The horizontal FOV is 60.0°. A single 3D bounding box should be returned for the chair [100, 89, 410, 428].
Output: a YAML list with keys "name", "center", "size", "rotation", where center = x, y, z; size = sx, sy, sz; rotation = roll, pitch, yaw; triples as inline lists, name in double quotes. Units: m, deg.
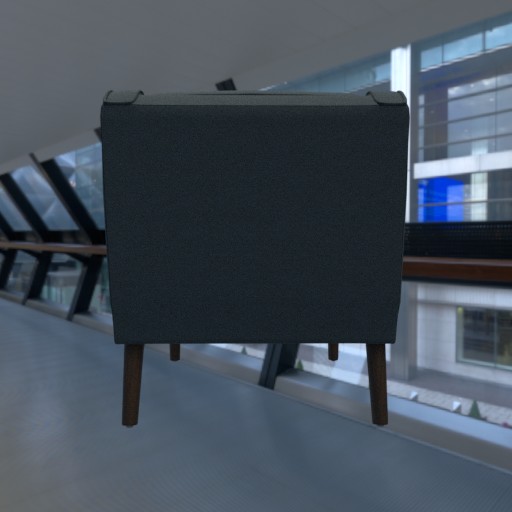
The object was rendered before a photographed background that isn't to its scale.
- name: "chair"
  center: [0.000, 0.000, 1.289]
  size: [0.663, 0.780, 0.733]
  rotation: [0, 1, 0]
